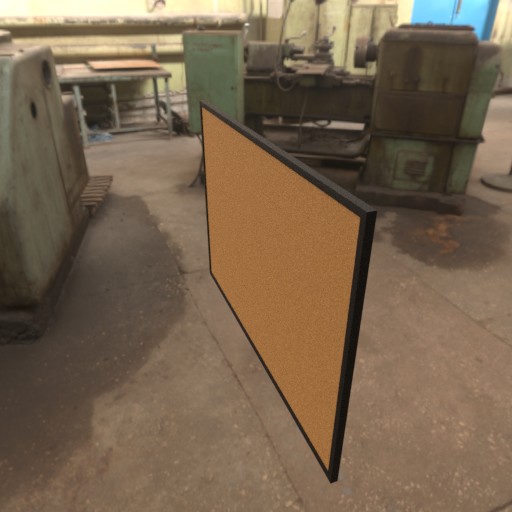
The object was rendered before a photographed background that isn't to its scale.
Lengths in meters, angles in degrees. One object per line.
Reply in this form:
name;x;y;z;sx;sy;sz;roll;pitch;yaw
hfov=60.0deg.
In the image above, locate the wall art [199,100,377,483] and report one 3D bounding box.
wall art;0.000;0.000;0.845;0.013;0.458;0.664;-11;31;-19
